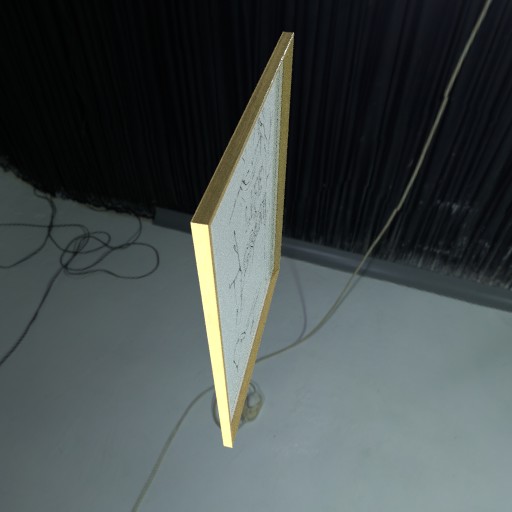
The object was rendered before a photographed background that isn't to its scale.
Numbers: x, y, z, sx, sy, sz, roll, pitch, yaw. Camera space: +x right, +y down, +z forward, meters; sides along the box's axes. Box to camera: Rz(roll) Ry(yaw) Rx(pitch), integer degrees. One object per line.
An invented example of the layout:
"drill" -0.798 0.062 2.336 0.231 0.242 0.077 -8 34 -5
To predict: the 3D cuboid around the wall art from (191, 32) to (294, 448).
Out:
"wall art" 0.000 0.000 1.345 0.030 1.002 0.798 10 48 9
